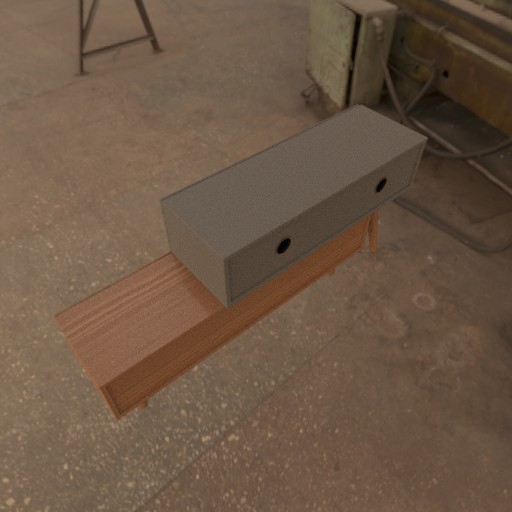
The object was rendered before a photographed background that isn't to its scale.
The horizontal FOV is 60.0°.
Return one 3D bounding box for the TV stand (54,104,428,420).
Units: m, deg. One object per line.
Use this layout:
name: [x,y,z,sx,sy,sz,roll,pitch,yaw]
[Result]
TV stand: [0.000,0.000,1.595,1.336,0.591,0.329,-32,54,-26]
